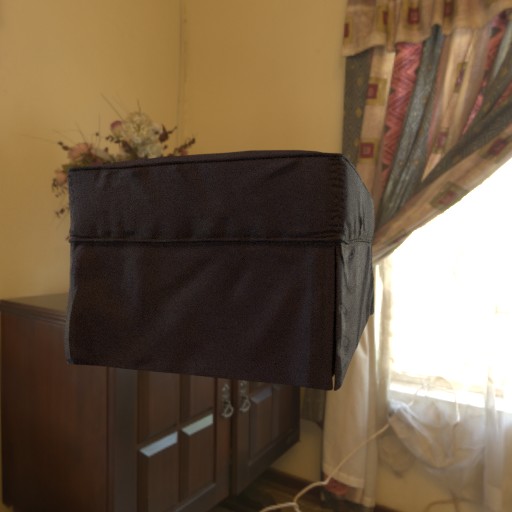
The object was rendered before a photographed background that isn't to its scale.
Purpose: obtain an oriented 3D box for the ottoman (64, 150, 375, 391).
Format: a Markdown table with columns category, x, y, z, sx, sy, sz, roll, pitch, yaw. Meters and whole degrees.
| category | x | y | z | sx | sy | sz | roll | pitch | yaw |
| --- | --- | --- | --- | --- | --- | --- | --- | --- | --- |
| ottoman | 0.000 | 0.000 | 1.305 | 0.637 | 0.503 | 0.938 | 1 | 2 | 18 |
